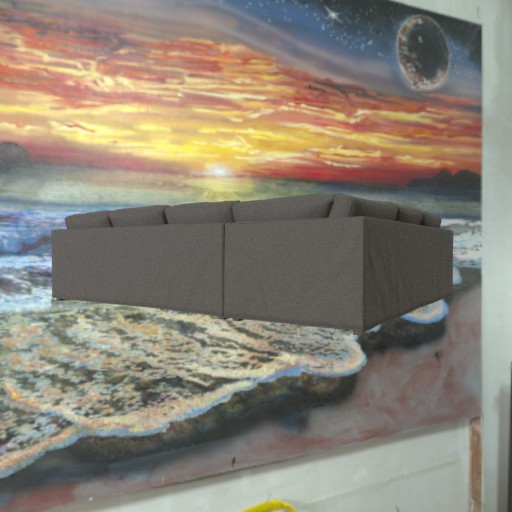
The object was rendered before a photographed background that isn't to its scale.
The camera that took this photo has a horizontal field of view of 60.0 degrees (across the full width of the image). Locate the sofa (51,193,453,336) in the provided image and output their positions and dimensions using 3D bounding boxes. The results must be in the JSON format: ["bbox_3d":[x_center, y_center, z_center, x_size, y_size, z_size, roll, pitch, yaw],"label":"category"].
[{"bbox_3d":[0.000,0.000,4.387,3.182,0.871,2.432,1,1,35],"label":"sofa"}]
